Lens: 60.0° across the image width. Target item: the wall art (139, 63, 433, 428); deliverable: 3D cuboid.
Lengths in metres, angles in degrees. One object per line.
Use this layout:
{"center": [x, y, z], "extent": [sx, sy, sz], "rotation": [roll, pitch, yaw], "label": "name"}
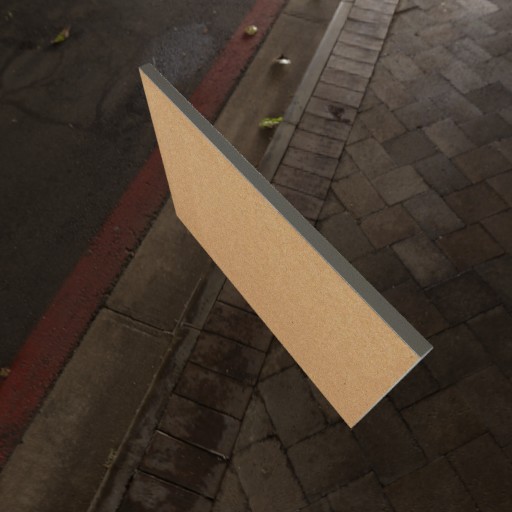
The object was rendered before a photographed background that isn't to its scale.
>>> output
{"center": [0.000, 0.000, 0.781], "extent": [0.021, 0.410, 0.615], "rotation": [-33, 64, -18], "label": "wall art"}
